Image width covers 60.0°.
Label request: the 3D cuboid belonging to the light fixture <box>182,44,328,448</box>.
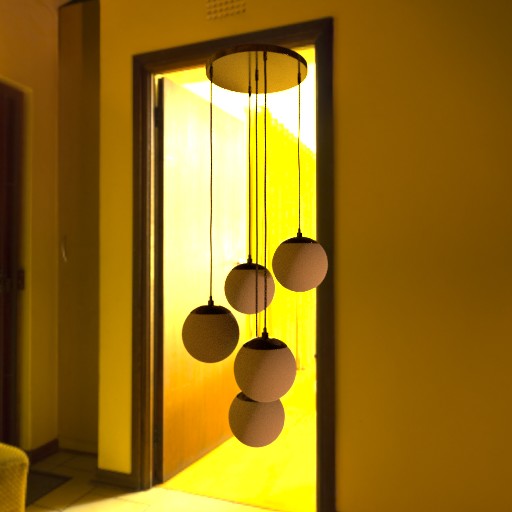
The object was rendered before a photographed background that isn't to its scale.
[{"bbox_3d":[0.000,0.000,1.492,0.489,1.271,0.484,0,-1,0],"label":"light fixture"}]
